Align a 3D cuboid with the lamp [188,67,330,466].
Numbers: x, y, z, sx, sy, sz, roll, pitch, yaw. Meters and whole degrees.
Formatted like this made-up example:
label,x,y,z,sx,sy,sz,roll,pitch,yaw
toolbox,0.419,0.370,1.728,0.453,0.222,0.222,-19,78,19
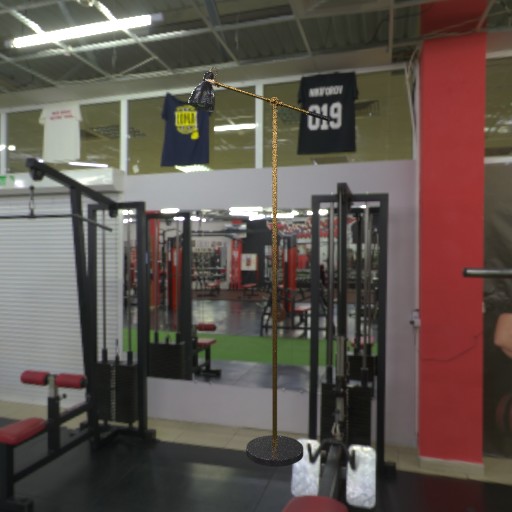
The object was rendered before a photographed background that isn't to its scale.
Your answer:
label,x,y,z,sx,sy,sz,roll,pitch,yaw
lamp,0.000,0.000,1.854,0.618,1.628,0.235,0,0,19
